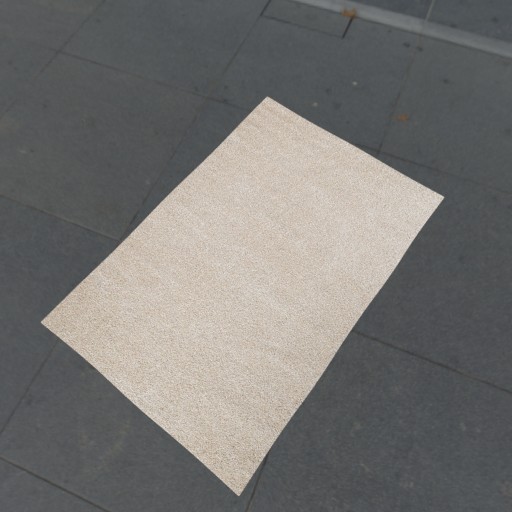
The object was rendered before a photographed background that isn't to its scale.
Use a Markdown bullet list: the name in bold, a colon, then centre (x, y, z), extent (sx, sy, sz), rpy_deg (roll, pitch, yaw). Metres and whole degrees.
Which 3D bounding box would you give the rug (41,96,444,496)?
- **rug**: centre (0.000, 0.000, 3.392), extent (1.800, 0.025, 2.699), rpy_deg (35, 69, 15)
